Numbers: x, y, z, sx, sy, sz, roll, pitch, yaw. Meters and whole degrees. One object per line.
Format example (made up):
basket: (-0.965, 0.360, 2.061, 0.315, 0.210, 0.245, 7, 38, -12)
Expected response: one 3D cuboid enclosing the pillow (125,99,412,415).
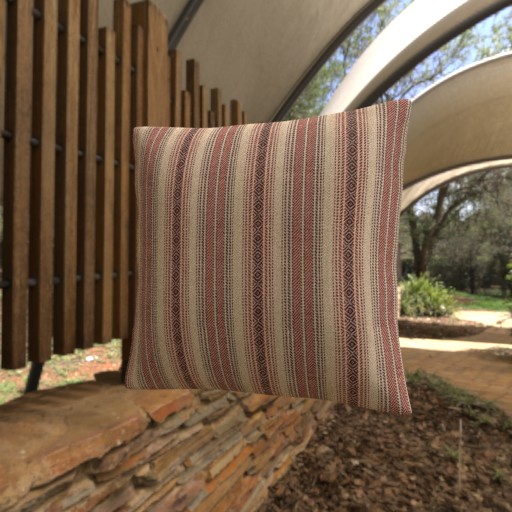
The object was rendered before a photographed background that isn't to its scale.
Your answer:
pillow: (0.000, 0.000, 0.770, 0.513, 0.497, 0.166, 0, -1, 17)
